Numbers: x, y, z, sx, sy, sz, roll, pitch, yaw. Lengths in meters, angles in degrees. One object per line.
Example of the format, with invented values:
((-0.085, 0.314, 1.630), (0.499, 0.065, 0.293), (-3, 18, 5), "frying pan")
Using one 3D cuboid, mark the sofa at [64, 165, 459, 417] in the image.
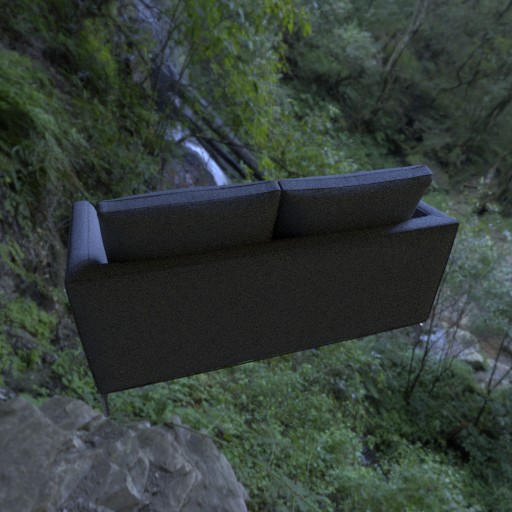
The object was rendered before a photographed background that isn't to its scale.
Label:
((0.000, 0.000, 2.109), (1.594, 0.924, 0.803), (-9, 29, -16), "sofa")
